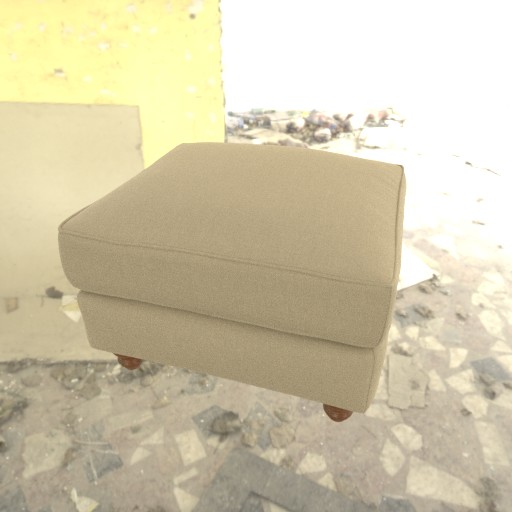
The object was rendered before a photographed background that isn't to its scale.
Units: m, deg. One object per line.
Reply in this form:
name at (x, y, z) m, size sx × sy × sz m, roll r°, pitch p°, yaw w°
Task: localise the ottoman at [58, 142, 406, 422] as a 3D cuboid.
ottoman at (0.000, 0.000, 1.186) m, size 0.716 × 0.505 × 0.662 m, roll 9°, pitch 33°, yaw 15°
